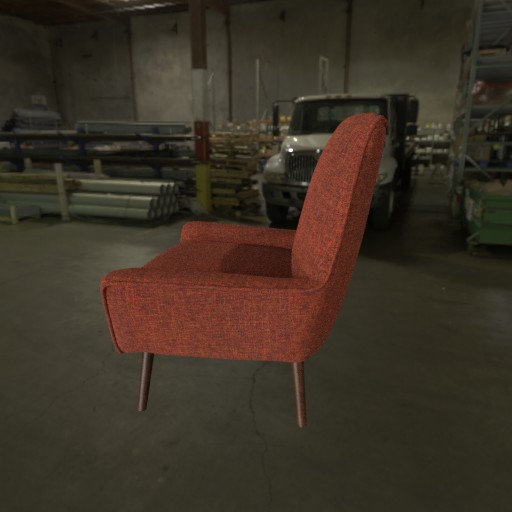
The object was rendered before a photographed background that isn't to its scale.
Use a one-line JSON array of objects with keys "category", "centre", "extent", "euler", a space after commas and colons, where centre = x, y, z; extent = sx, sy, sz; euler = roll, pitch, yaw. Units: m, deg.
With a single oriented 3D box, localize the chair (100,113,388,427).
[{"category": "chair", "centre": [0.000, 0.000, 1.512], "extent": [0.784, 0.911, 0.803], "euler": [2, 16, 9]}]
